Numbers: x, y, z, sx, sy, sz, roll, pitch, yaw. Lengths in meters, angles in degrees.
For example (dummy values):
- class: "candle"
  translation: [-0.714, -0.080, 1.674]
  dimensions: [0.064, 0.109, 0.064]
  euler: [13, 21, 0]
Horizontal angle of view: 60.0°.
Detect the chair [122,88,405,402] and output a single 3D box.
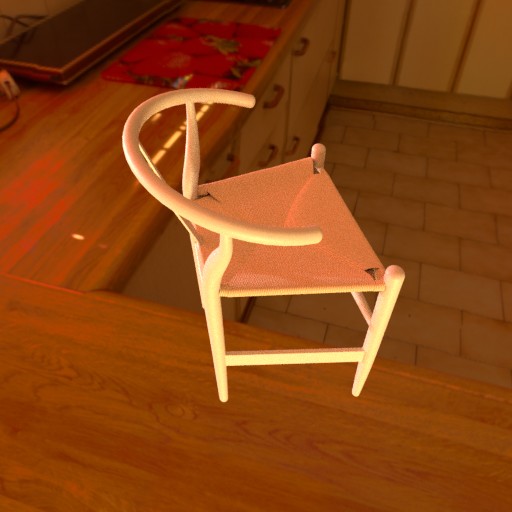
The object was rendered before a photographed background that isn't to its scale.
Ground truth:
- class: "chair"
  translation: [0.000, 0.000, 1.102]
  dimensions: [0.500, 0.736, 0.533]
  euler: [-10, 46, -9]
